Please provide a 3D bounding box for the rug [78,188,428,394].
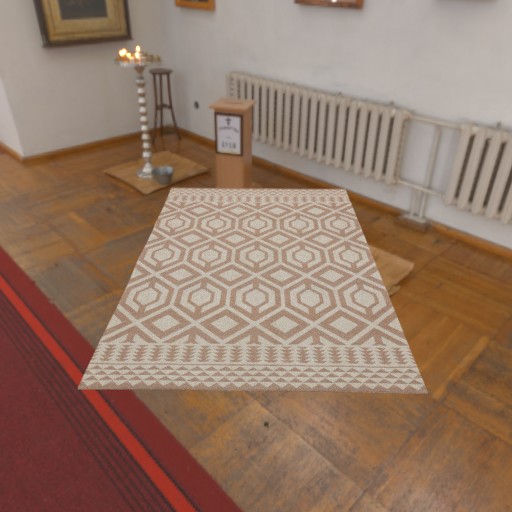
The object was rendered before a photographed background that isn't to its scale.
[{"bbox_3d":[0.000,0.000,2.324,1.219,0.008,1.829,0,31,1],"label":"rug"}]
